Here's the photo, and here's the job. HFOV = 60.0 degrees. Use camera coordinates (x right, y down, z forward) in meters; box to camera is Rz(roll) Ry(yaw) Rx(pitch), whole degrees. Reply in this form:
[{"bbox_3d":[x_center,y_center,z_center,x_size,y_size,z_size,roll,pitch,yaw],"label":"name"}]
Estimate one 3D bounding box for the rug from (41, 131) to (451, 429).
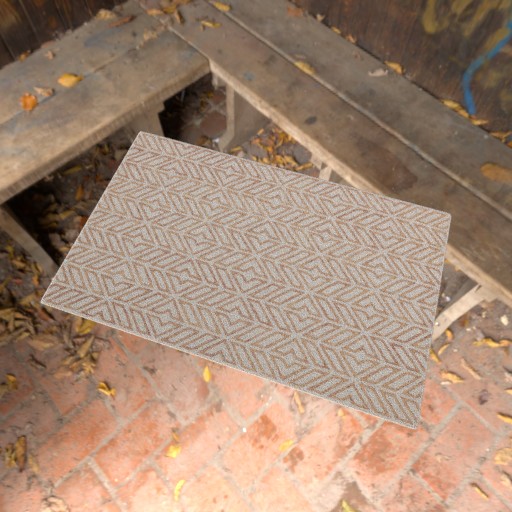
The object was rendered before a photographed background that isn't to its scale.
[{"bbox_3d":[0.000,0.000,3.013,2.438,0.008,1.523,17,65,8],"label":"rug"}]
